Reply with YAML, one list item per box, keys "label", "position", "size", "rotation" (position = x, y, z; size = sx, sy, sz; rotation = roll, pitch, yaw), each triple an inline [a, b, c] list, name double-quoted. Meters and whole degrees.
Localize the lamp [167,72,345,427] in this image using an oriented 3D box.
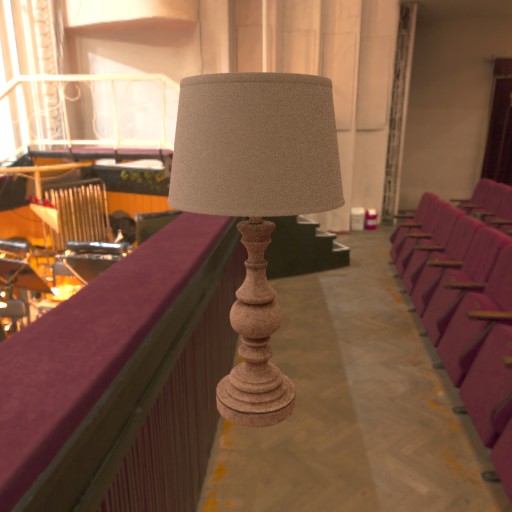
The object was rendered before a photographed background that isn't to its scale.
- label: "lamp"
  position: [0.000, 0.000, 0.893]
  size: [0.340, 0.678, 0.340]
  rotation: [0, 16, 0]
